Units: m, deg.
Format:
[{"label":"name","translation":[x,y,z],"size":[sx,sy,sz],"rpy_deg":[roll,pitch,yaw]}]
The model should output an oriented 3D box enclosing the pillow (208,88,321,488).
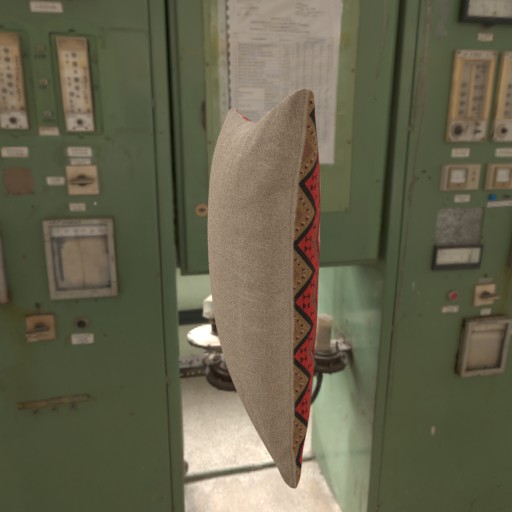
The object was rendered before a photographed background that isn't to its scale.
[{"label":"pillow","translation":[0.000,0.000,0.768],"size":[0.158,0.511,0.513],"rpy_deg":[-3,16,-11]}]
